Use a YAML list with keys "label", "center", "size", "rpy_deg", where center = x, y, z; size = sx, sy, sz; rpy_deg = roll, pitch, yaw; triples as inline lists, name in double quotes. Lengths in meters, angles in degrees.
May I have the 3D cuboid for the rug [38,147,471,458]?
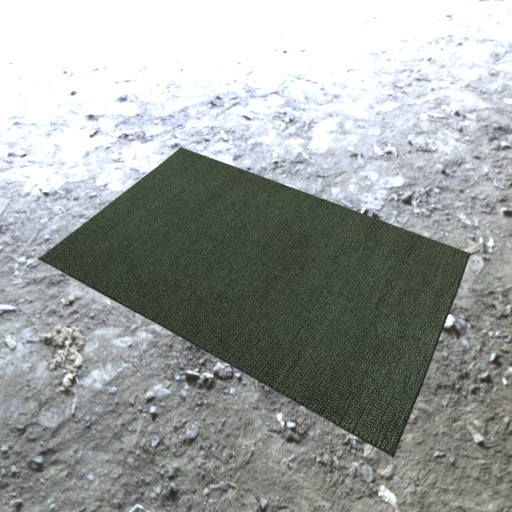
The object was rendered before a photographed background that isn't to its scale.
- label: "rug"
  center: [0.000, 0.000, 2.943]
  size: [2.443, 0.021, 1.538]
  rpy_deg: [24, 51, 21]
